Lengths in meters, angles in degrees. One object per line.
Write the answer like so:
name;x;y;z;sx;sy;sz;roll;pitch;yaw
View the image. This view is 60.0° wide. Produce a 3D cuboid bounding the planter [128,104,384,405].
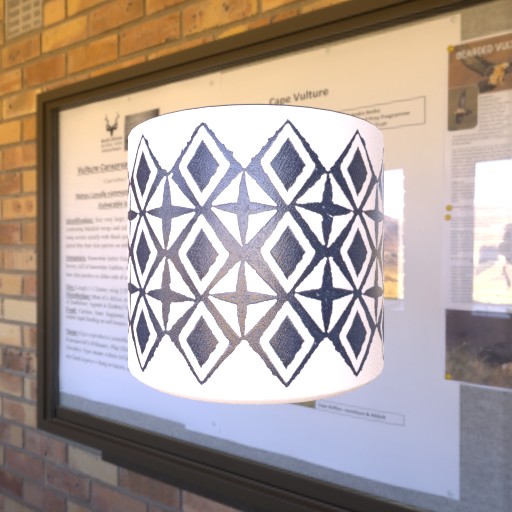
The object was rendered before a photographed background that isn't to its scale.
planter;0.000;0.000;0.327;0.182;0.165;0.182;0;0;0
